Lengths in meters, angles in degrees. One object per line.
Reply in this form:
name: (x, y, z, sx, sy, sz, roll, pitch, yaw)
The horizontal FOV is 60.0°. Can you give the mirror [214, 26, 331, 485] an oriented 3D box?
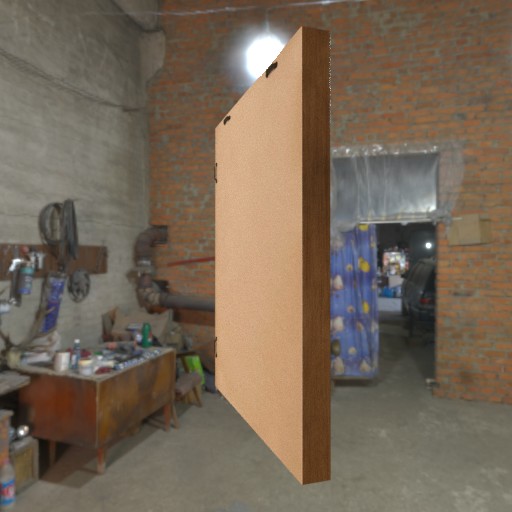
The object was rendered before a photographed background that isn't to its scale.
mirror: (0.000, 0.000, 0.687, 0.041, 0.509, 0.406, 0, -1, -19)
